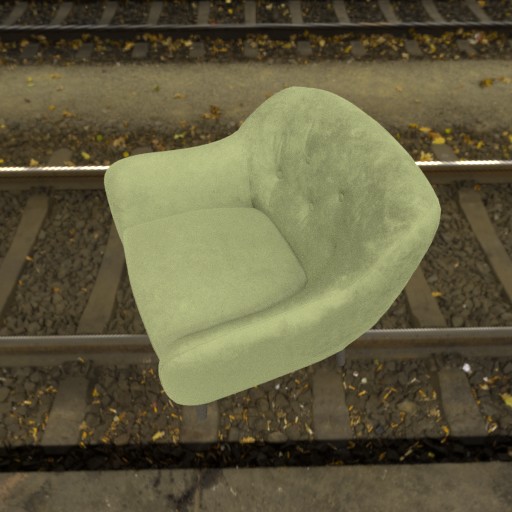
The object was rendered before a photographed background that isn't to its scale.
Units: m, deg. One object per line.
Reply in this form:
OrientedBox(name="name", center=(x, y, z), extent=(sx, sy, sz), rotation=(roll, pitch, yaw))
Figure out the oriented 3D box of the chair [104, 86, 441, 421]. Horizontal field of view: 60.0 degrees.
OrientedBox(name="chair", center=(0.000, 0.000, 1.470), extent=(0.819, 0.804, 0.840), rotation=(-17, 49, -15))
